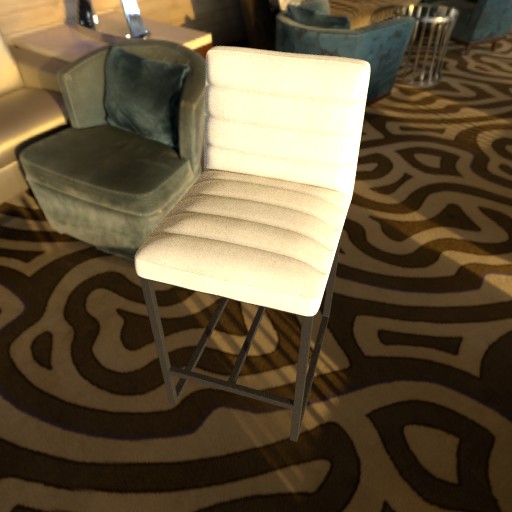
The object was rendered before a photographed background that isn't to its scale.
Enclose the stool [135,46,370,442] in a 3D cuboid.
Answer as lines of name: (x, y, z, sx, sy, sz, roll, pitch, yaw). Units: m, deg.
stool: (0.000, 0.000, 1.284, 0.459, 0.971, 0.567, 12, 42, 13)
